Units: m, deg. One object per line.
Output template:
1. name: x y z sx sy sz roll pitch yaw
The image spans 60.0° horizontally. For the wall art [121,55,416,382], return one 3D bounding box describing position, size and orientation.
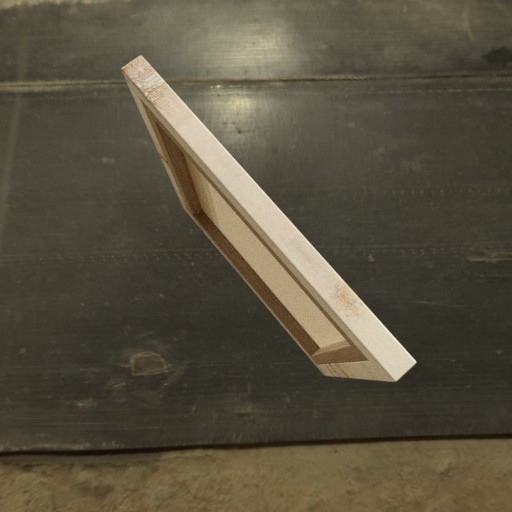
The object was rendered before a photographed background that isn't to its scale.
1. wall art: 0.000 0.000 0.930 0.040 0.613 0.611 -39 79 -9
